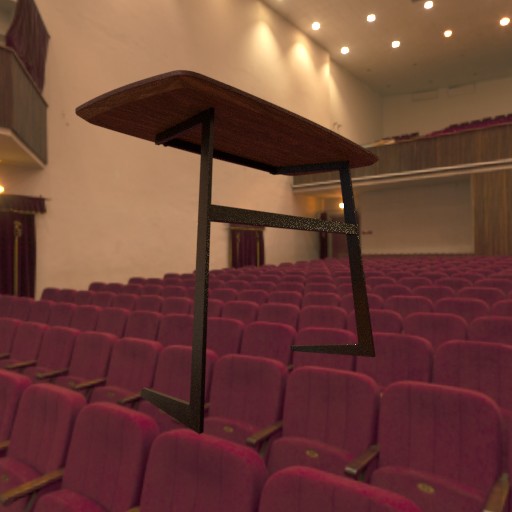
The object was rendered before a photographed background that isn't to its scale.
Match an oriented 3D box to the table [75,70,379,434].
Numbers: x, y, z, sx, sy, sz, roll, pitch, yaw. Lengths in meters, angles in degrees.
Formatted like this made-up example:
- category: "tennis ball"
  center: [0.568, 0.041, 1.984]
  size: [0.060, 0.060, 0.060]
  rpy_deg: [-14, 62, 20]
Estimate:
- category: "table"
  center: [0.000, 0.000, 1.086]
  size: [0.361, 0.576, 0.804]
  rpy_deg: [0, 0, 38]
